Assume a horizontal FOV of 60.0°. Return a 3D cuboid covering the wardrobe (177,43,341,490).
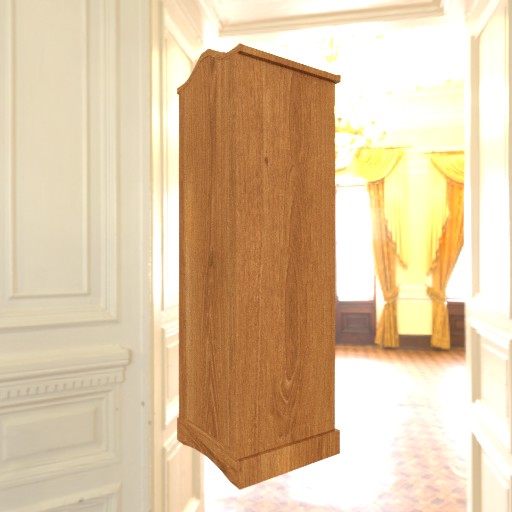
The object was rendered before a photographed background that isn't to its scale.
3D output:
[{"bbox_3d":[0.000,0.000,2.175,0.570,1.870,0.590,0,0,-35],"label":"wardrobe"}]
